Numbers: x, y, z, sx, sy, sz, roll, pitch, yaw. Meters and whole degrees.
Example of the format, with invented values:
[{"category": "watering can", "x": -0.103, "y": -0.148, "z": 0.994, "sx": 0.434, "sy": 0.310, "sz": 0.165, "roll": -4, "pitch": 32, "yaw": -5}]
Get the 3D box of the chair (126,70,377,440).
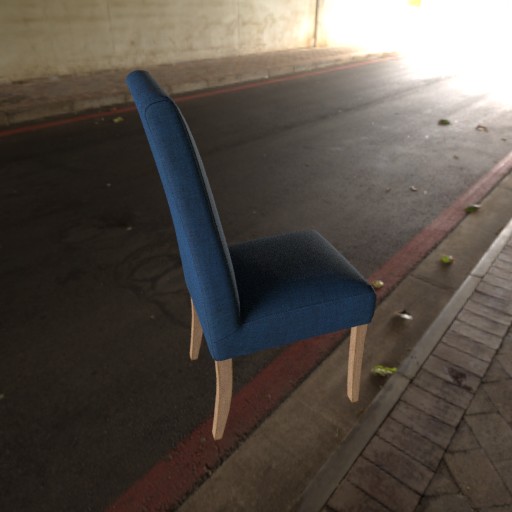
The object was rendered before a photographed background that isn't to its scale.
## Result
[{"category": "chair", "x": 0.000, "y": 0.000, "z": 1.353, "sx": 0.610, "sy": 1.029, "sz": 0.450, "roll": -9, "pitch": 31, "yaw": -16}]
